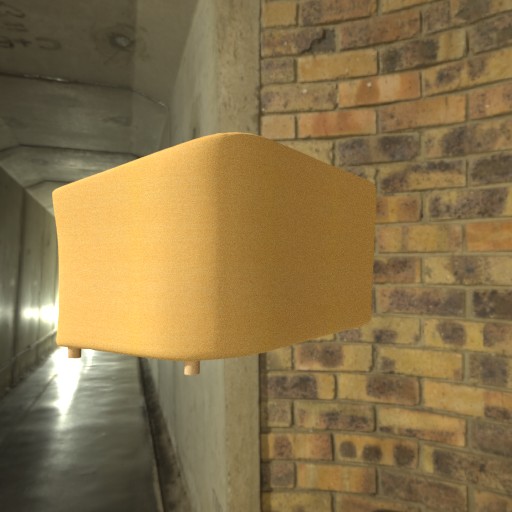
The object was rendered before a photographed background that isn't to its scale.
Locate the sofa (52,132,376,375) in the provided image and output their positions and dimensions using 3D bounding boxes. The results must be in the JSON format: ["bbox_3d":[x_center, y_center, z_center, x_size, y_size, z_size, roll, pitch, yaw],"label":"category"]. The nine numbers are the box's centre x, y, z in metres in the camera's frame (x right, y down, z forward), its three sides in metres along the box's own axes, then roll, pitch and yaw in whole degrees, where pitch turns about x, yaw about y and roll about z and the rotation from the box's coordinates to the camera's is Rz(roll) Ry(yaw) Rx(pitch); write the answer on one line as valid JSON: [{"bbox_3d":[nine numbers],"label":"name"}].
[{"bbox_3d":[0.000,0.000,1.903,0.705,0.721,1.452,-1,-2,36],"label":"sofa"}]
